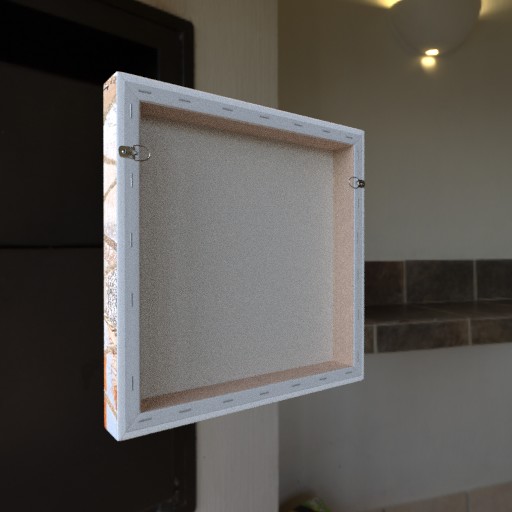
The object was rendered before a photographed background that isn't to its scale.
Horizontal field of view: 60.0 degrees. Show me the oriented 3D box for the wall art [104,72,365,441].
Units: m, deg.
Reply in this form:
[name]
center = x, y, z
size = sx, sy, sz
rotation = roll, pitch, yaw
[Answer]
[wall art]
center = 0.000, 0.000, 0.463
size = 0.303, 0.304, 0.036
rotation = 0, 1, -36
